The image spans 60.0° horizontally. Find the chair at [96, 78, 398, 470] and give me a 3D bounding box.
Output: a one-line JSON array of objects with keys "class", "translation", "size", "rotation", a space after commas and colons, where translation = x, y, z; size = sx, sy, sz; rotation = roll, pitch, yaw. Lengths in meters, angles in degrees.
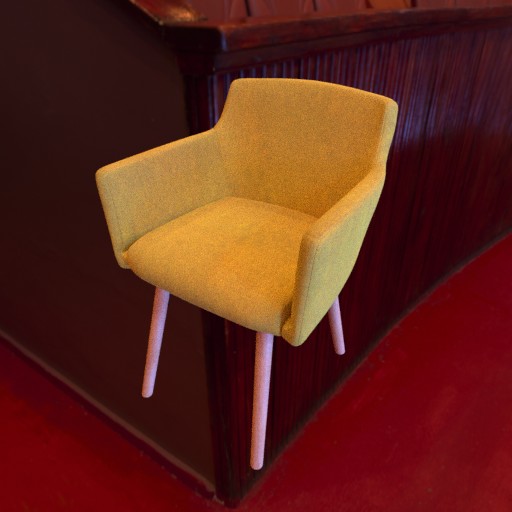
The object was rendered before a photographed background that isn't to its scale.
[{"class": "chair", "translation": [0.000, 0.000, 1.145], "size": [0.570, 0.780, 0.570], "rotation": [20, 37, 29]}]
